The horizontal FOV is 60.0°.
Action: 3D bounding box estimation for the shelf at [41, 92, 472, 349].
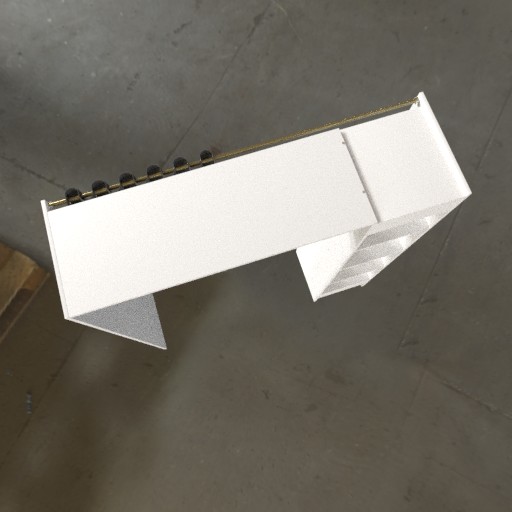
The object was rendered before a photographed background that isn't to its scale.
[{"bbox_3d":[0.000,0.000,2.587,1.600,1.810,0.500,-17,75,-5],"label":"shelf"}]
